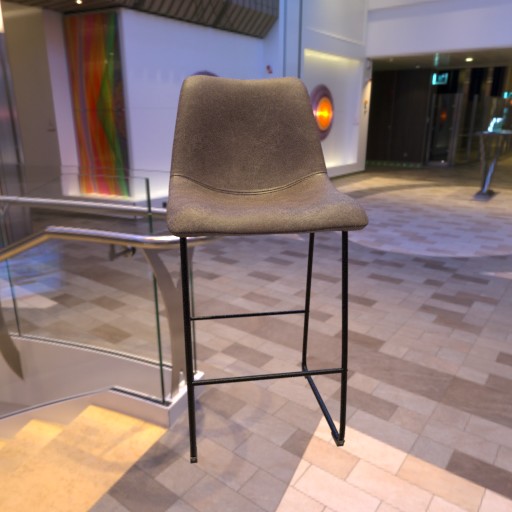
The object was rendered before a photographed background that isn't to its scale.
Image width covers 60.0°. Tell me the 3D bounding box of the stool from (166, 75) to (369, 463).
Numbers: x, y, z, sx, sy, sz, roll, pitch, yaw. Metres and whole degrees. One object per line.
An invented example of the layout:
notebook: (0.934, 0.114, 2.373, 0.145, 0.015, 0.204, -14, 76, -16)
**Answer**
stool: (0.000, 0.000, 1.376, 0.514, 1.082, 0.561, -3, 18, -8)
